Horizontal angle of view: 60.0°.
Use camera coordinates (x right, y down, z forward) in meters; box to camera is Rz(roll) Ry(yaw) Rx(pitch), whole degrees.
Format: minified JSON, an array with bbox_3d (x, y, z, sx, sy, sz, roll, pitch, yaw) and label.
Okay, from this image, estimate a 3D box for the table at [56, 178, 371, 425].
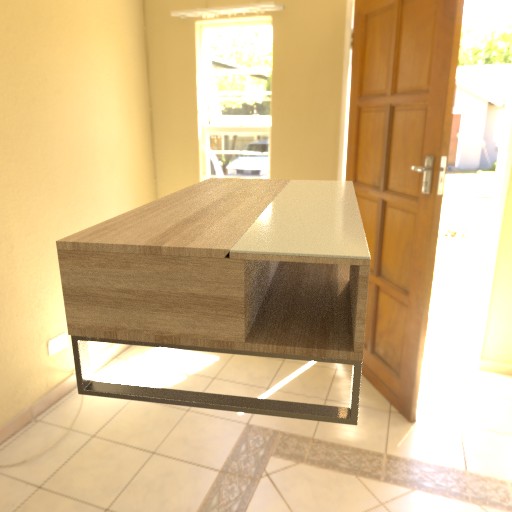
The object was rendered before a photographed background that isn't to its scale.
[{"bbox_3d":[0.000,0.000,1.386,0.600,0.350,1.100,3,17,10],"label":"table"}]
